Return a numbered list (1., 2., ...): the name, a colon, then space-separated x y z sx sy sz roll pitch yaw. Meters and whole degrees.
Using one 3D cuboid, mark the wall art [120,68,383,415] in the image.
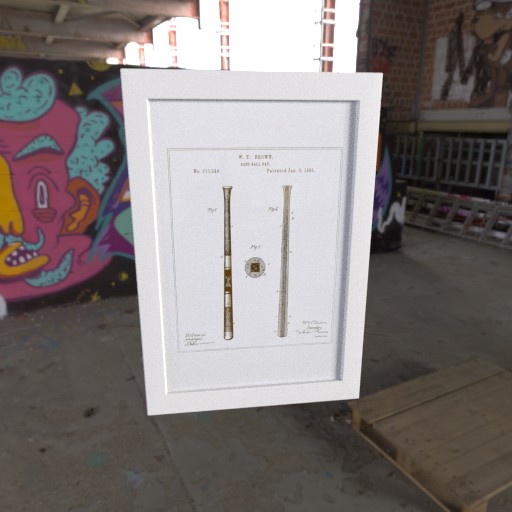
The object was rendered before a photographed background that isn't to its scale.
1. wall art: 0.000 0.000 0.622 0.329 0.482 0.011 -2 16 -7
